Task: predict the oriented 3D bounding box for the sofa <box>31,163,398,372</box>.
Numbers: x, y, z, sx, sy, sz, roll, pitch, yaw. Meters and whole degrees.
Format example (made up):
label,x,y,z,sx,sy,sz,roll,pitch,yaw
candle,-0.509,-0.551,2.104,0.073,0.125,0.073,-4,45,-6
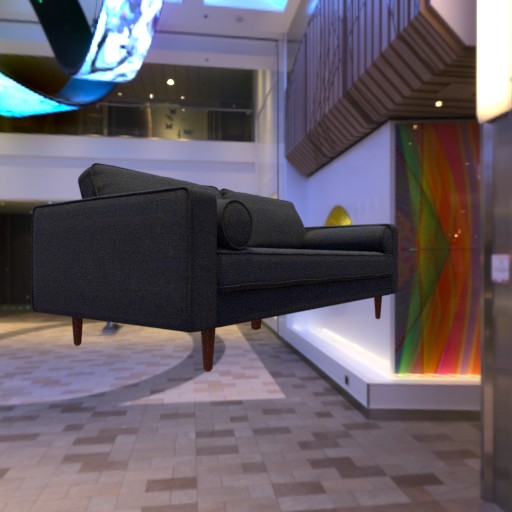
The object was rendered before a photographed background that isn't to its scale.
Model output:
label,x,y,z,sx,sy,sz,roll,pitch,yaw
sofa,0.000,0.000,2.286,0.914,0.762,1.880,0,0,36
